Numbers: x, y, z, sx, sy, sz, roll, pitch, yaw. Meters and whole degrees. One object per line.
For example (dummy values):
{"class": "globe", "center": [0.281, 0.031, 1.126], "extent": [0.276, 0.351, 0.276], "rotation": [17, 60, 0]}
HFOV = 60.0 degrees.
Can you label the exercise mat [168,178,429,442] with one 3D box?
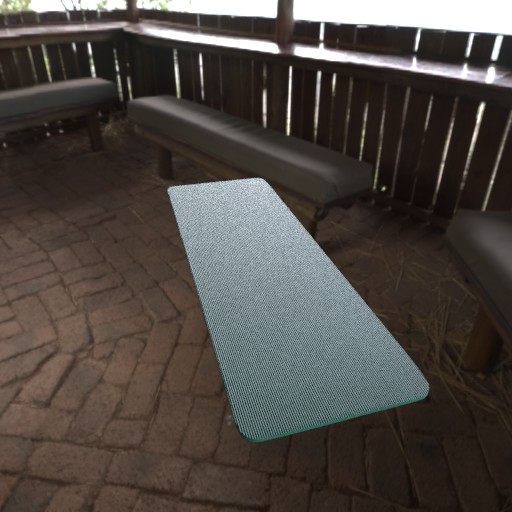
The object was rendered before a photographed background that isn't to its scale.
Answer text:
{"class": "exercise mat", "center": [0.000, 0.000, 2.039], "extent": [0.616, 0.021, 1.869], "rotation": [-8, 32, -14]}
